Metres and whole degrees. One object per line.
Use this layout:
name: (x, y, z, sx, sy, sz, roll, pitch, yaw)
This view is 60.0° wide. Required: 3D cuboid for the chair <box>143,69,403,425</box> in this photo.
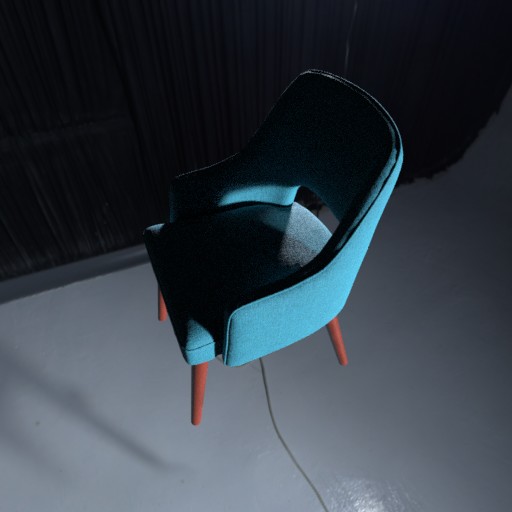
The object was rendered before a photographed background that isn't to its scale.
chair: (0.000, 0.000, 1.264, 0.605, 0.849, 0.548, -17, 49, -15)
